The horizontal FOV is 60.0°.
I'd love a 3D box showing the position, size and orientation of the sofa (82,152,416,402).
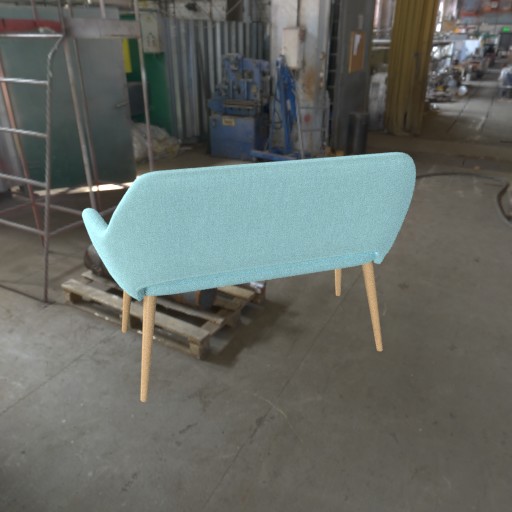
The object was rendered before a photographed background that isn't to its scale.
[{"bbox_3d":[0.000,0.000,1.638,1.150,0.840,0.610,-8,27,-16],"label":"sofa"}]
